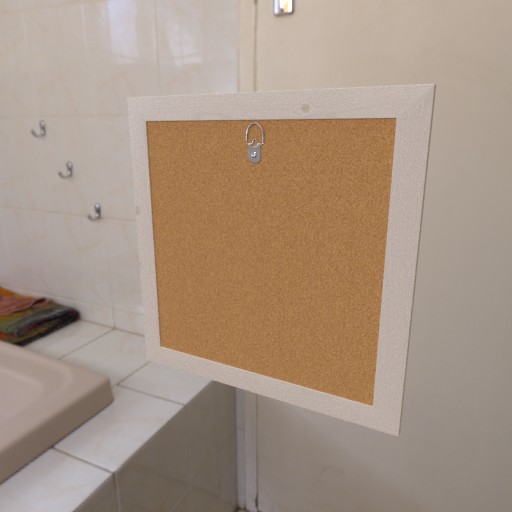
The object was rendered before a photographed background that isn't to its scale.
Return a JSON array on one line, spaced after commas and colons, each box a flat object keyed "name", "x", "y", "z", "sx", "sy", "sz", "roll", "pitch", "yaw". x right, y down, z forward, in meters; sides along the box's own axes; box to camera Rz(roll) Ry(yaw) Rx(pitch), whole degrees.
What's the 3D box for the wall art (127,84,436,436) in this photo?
[{"name": "wall art", "x": 0.000, "y": 0.000, "z": 0.830, "sx": 0.572, "sy": 0.577, "sz": 0.015, "roll": 8, "pitch": 18, "yaw": 27}]
